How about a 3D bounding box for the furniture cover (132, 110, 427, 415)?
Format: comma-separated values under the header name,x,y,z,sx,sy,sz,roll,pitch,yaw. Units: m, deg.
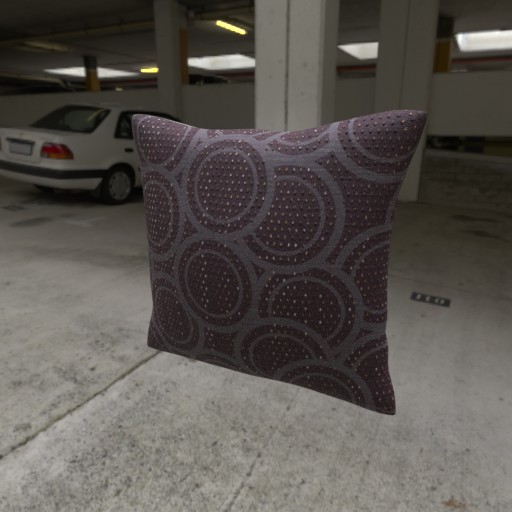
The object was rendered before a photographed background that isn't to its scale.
name,x,y,z,sx,sy,sz,roll,pitch,yaw
furniture cover,0.000,0.000,0.825,0.552,0.509,0.193,8,18,26
